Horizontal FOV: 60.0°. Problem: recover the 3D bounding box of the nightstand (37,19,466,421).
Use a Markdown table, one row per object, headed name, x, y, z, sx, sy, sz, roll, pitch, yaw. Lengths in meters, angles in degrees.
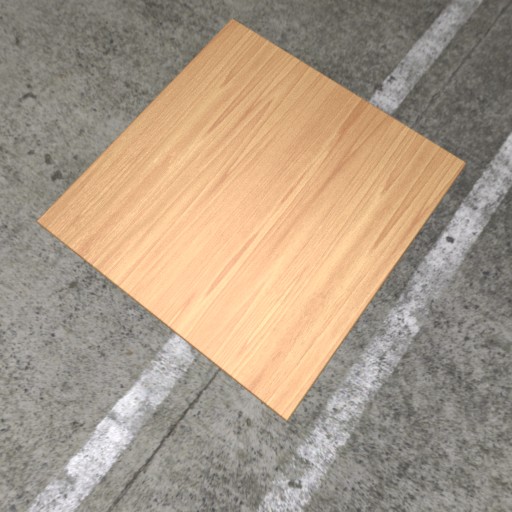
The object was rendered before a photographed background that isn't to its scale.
| name | x | y | z | sx | sy | sz | roll | pitch | yaw |
| --- | --- | --- | --- | --- | --- | --- | --- | --- | --- |
| nightstand | 0.000 | 0.000 | 0.900 | 0.418 | 0.614 | 0.428 | 36 | 77 | 10 |
